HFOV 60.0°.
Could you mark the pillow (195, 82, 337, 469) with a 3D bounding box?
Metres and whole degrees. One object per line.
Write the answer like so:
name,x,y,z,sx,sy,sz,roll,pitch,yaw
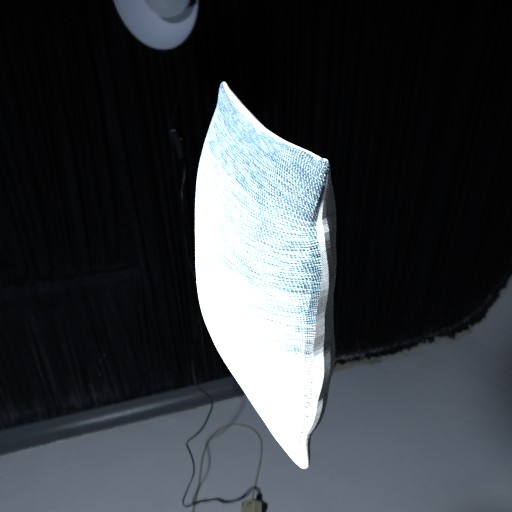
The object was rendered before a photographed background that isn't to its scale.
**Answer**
pillow,0.000,0.000,0.671,0.182,0.441,0.440,-8,30,-14
